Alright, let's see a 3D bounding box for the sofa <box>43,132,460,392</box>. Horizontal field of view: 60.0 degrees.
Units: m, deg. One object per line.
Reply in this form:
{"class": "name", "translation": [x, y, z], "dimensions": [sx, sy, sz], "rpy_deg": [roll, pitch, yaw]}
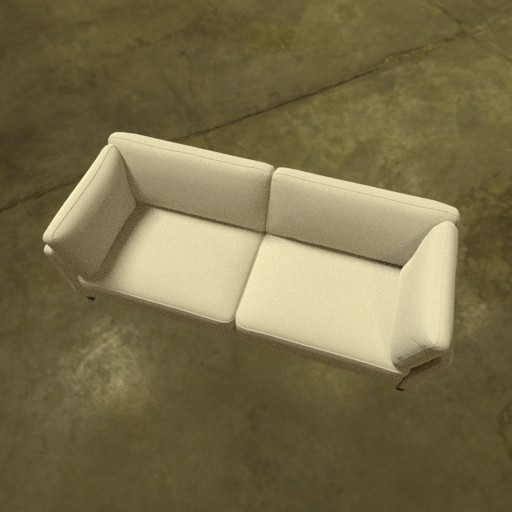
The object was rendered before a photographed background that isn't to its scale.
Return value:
{"class": "sofa", "translation": [0.000, 0.000, 2.759], "dimensions": [2.301, 0.863, 0.957], "rpy_deg": [15, 58, 9]}
